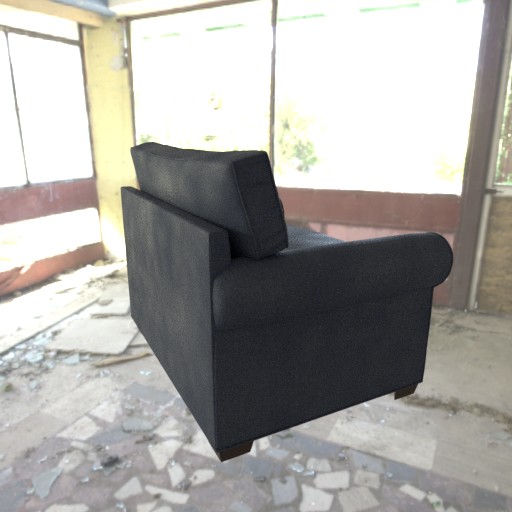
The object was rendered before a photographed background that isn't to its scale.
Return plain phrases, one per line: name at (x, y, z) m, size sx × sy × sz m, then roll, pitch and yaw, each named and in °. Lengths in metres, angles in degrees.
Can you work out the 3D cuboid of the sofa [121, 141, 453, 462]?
sofa at (0.000, 0.000, 2.033) m, size 0.938 × 1.004 × 1.405 m, roll -8°, pitch 17°, yaw -26°
